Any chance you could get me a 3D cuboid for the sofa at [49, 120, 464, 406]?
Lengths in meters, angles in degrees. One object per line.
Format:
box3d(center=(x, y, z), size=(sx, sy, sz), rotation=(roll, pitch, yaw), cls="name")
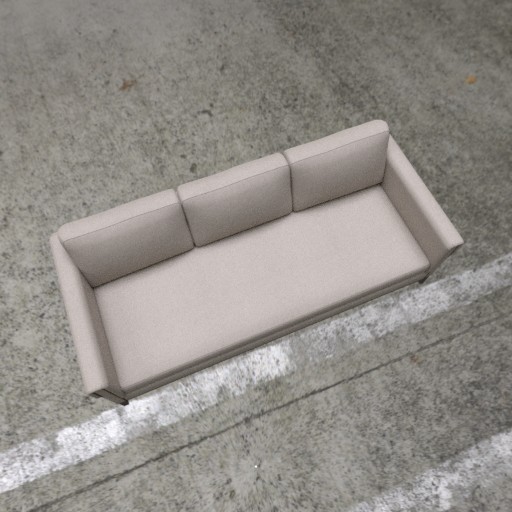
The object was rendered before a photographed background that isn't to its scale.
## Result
box3d(center=(0.000, 0.000, 2.746), size=(2.210, 0.838, 0.959), rotation=(-21, 66, -9), cls="sofa")
